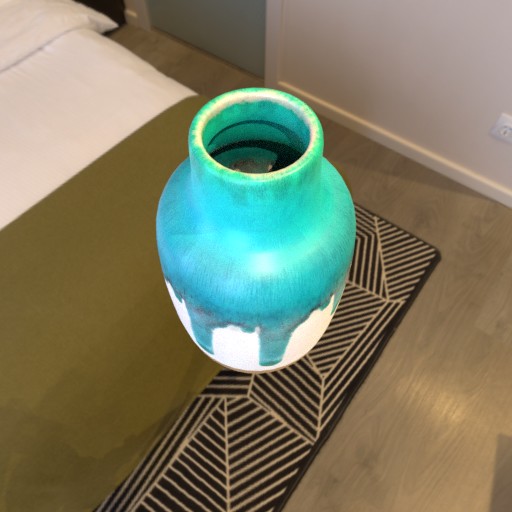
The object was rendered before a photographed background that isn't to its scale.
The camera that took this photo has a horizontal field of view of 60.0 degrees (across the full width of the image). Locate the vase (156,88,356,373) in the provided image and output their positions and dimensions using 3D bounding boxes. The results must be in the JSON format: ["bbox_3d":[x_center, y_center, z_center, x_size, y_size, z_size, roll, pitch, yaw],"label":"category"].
[{"bbox_3d":[0.000,0.000,0.255,0.106,0.192,0.106,0,59,0],"label":"vase"}]
